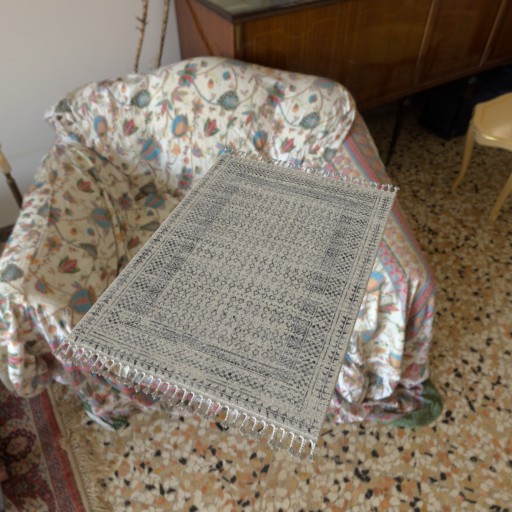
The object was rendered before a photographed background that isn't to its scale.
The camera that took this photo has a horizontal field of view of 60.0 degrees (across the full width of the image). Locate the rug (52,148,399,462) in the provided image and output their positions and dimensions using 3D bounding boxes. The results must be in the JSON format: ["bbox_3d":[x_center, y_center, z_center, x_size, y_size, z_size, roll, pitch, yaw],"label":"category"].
[{"bbox_3d":[0.000,0.000,2.422,1.243,0.013,1.872,17,48,16],"label":"rug"}]
